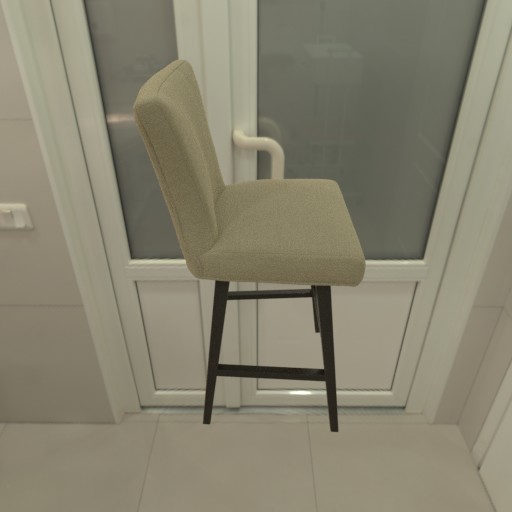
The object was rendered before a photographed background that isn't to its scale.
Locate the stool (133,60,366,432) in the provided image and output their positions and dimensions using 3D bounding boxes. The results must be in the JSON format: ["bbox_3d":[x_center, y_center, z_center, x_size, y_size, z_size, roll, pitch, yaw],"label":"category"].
[{"bbox_3d":[0.000,0.000,1.412,0.574,1.086,0.514,0,33,0],"label":"stool"}]
